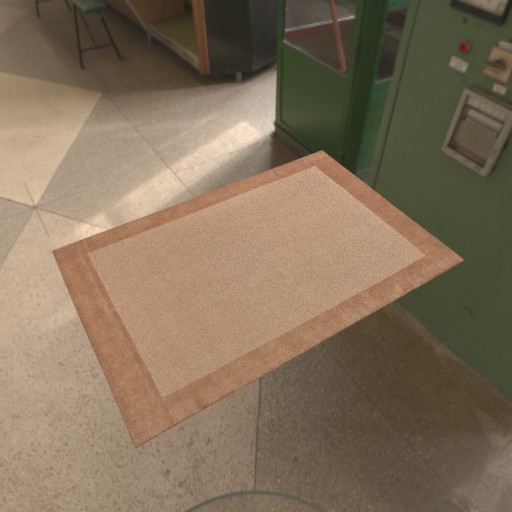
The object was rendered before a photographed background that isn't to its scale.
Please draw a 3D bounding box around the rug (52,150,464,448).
[{"bbox_3d":[0.000,0.000,2.357,1.829,0.014,1.219,-24,51,-21],"label":"rug"}]
